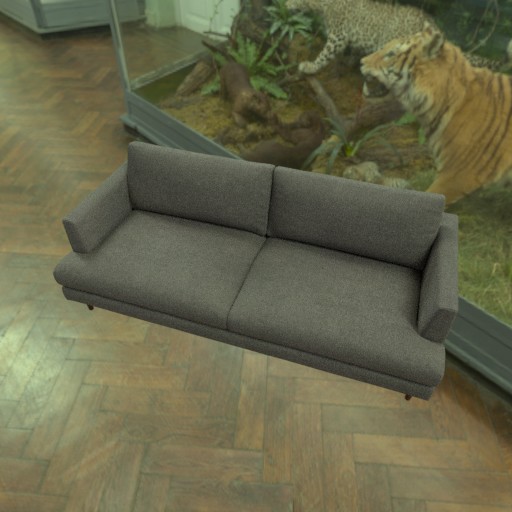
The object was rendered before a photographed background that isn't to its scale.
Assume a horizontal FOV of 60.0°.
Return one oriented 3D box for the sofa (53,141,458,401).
[{"bbox_3d":[0.000,0.000,2.722,2.250,0.868,1.020,13,43,14],"label":"sofa"}]
